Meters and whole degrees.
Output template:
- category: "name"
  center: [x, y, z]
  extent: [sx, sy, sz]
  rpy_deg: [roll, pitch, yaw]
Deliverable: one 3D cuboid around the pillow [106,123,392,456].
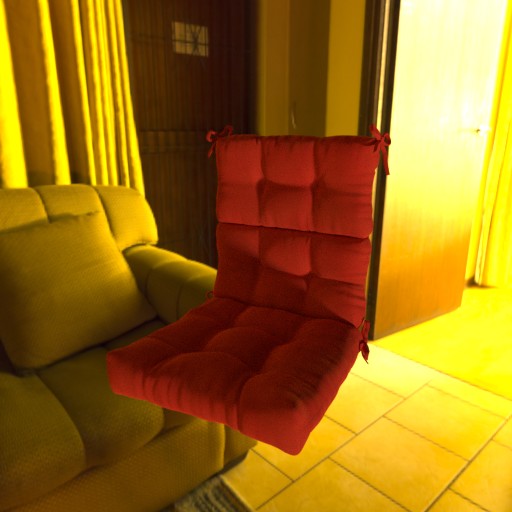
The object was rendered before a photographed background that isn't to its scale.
- category: "pillow"
  center: [0.000, 0.000, 1.054]
  extent: [0.519, 0.605, 0.571]
  rpy_deg: [8, 18, 27]
